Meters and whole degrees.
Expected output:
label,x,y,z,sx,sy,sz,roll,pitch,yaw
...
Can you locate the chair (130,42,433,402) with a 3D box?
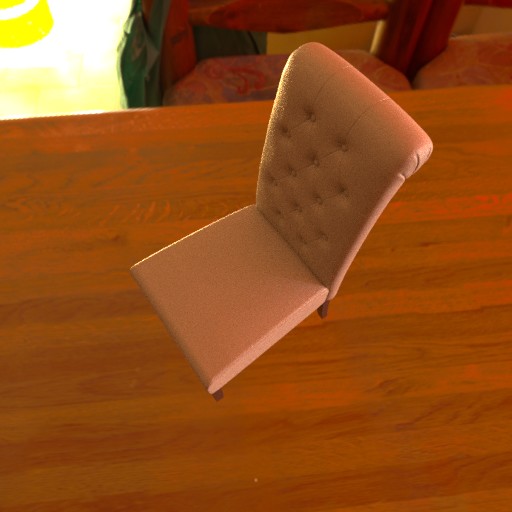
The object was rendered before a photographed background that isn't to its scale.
label,x,y,z,sx,sy,sz,roll,pitch,yaw
chair,0.000,0.000,1.343,0.671,1.006,0.456,-33,68,-15
